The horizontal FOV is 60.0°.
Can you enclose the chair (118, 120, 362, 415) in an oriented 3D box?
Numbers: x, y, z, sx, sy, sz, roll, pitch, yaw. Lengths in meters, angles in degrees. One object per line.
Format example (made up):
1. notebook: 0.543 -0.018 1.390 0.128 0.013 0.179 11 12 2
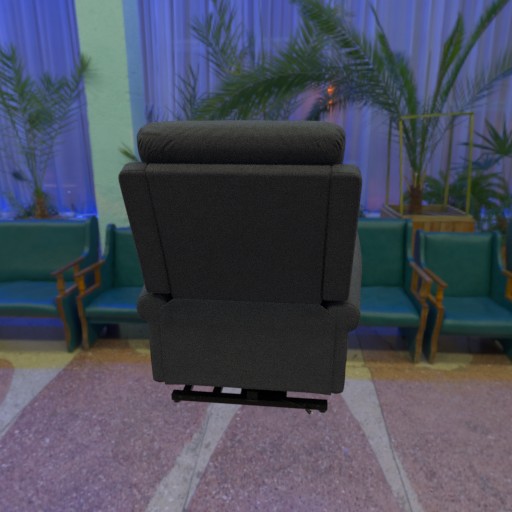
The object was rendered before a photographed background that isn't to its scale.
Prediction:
1. chair: 0.000 0.000 1.770 0.871 1.031 0.979 2 17 6
